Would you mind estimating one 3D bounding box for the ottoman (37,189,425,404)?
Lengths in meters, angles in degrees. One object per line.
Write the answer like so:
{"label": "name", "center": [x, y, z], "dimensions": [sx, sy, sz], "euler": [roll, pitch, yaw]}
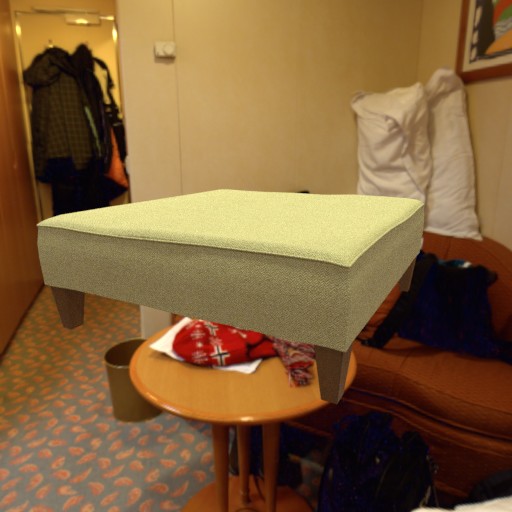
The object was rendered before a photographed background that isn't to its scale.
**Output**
{"label": "ottoman", "center": [0.000, 0.000, 1.557], "dimensions": [0.968, 0.379, 1.004], "euler": [8, 16, 27]}
